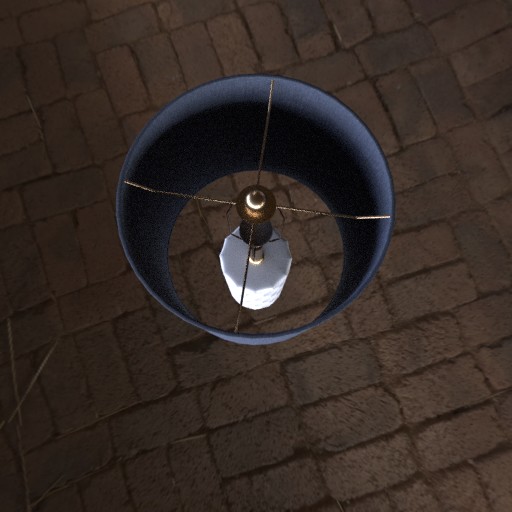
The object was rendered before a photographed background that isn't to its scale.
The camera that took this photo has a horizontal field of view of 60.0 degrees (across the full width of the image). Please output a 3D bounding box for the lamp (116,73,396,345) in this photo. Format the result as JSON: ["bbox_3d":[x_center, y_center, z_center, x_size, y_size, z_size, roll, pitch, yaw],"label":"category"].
[{"bbox_3d":[0.000,0.000,0.700,0.277,0.537,0.277,-43,81,-9],"label":"lamp"}]
